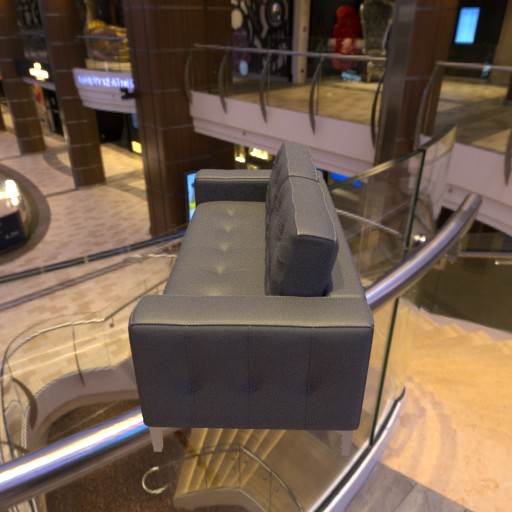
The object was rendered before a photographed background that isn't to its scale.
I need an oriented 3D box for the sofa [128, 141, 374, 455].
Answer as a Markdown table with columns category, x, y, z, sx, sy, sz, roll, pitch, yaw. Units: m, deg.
| category | x | y | z | sx | sy | sz | roll | pitch | yaw |
| --- | --- | --- | --- | --- | --- | --- | --- | --- | --- |
| sofa | 0.000 | 0.000 | 2.266 | 0.833 | 0.893 | 1.726 | 1 | 28 | 1 |
